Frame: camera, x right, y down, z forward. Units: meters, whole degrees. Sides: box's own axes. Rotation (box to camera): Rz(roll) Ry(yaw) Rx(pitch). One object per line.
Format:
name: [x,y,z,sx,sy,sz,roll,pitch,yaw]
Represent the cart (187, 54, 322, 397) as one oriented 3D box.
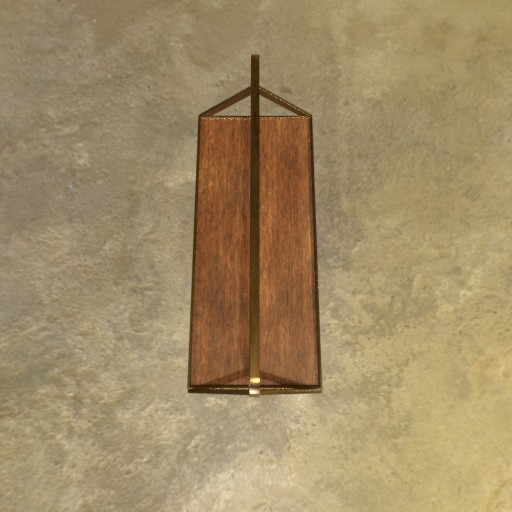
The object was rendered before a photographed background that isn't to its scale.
cart: [0.000,0.000,1.213,0.313,0.805,0.723,0,75,0]
